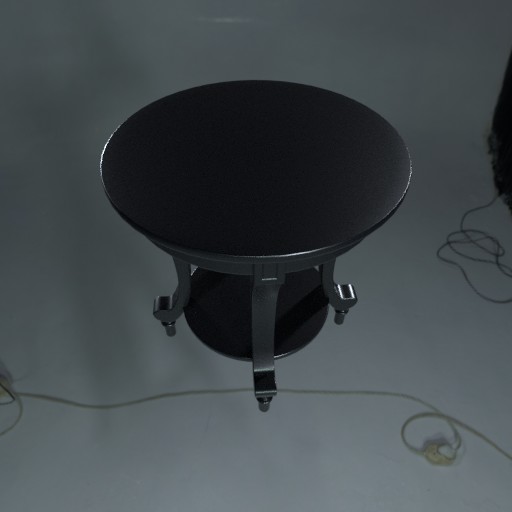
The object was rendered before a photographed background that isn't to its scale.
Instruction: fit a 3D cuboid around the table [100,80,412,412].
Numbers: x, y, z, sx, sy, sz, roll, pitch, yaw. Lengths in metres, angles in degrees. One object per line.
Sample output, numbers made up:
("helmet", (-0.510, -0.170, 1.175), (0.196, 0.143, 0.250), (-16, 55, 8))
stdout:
("table", (0.000, 0.000, 1.094), (0.597, 0.618, 0.597), (0, 46, 0))
